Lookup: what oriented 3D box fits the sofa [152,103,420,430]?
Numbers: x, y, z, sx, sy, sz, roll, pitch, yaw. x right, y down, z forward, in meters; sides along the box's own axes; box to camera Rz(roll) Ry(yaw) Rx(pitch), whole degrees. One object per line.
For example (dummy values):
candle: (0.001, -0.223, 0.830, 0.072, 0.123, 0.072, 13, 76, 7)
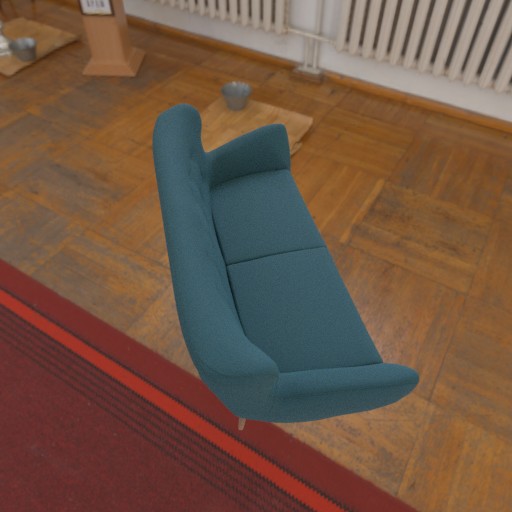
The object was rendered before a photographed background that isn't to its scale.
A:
sofa: (0.000, 0.000, 2.386, 0.889, 0.890, 1.930, -10, 48, -9)
